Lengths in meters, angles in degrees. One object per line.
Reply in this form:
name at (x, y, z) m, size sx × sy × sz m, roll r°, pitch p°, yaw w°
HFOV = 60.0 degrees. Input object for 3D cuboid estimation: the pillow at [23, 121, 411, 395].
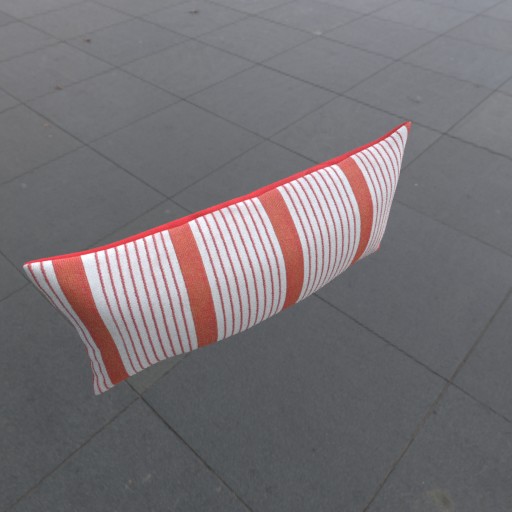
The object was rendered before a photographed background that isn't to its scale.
pillow at (0.000, 0.000, 0.708) m, size 0.608 × 0.297 × 0.151 m, roll -24°, pitch 50°, yaw -22°
